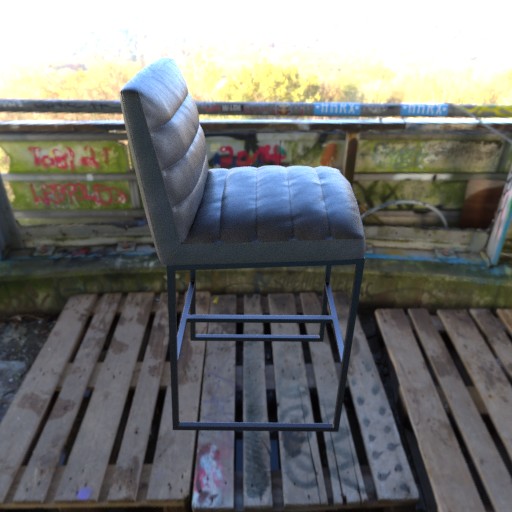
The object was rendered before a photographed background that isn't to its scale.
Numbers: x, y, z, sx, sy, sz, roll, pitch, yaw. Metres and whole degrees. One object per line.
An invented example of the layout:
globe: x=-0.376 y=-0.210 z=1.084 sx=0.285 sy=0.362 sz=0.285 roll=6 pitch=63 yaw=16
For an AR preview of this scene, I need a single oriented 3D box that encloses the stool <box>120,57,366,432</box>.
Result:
stool: x=0.000 y=0.000 z=1.339 sx=0.562 sy=1.065 sz=0.463 roll=0 pitch=32 yaw=1
